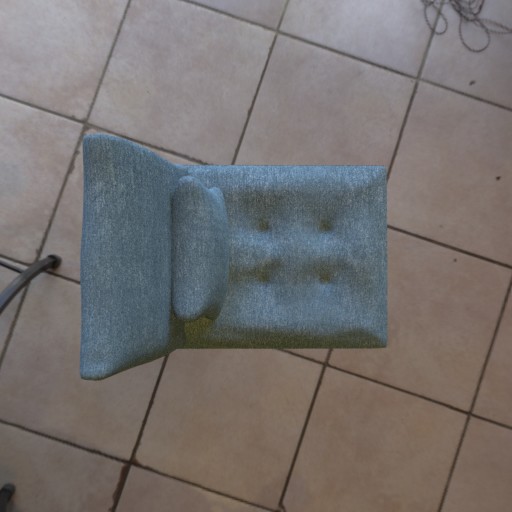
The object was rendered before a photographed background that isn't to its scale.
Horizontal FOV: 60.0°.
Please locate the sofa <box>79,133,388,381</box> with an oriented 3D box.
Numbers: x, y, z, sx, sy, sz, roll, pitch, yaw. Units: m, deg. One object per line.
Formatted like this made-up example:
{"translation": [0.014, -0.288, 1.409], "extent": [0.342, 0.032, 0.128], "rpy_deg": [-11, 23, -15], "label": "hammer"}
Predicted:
{"translation": [0.000, 0.000, 1.557], "extent": [1.000, 0.820, 0.700], "rpy_deg": [0, 89, -1], "label": "sofa"}
